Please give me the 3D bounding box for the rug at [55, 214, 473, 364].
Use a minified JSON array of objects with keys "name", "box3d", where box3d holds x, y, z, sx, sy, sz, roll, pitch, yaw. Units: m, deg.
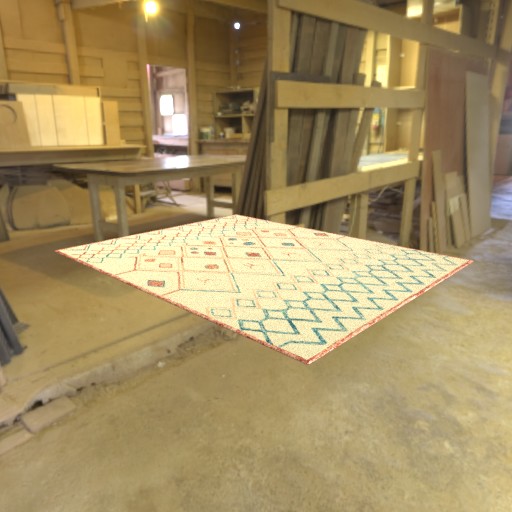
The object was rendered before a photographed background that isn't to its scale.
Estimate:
[{"name":"rug","box3d":[0.000,0.000,4.119,3.050,0.016,2.441,15,22,41]}]
